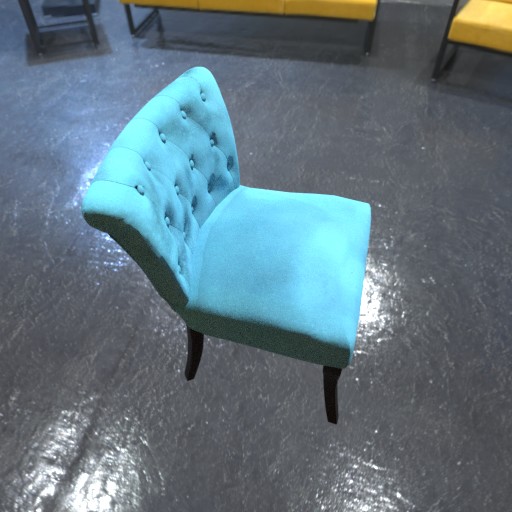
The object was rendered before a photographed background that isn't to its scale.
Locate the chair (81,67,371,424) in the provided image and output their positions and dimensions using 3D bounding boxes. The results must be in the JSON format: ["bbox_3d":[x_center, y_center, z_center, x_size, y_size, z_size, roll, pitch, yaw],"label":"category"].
[{"bbox_3d":[0.000,0.000,1.196,0.605,0.750,0.582,11,49,10],"label":"chair"}]
